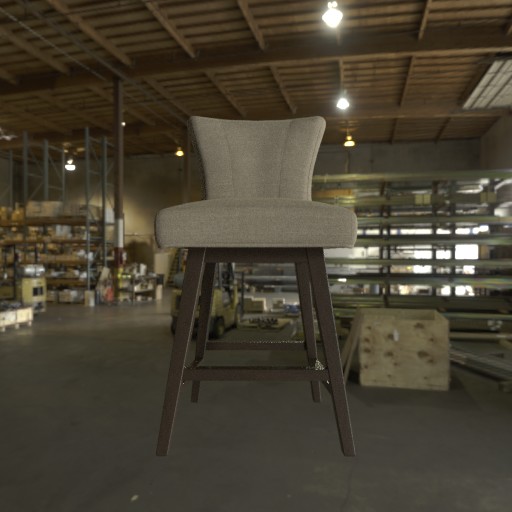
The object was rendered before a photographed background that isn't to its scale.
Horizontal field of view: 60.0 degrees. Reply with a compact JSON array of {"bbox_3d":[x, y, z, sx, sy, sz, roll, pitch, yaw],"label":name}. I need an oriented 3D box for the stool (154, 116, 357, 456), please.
[{"bbox_3d":[0.000,0.000,1.371,0.514,1.000,0.574,0,0,0],"label":"stool"}]
